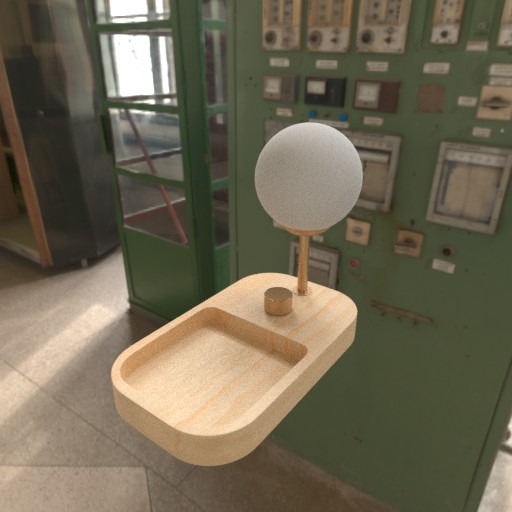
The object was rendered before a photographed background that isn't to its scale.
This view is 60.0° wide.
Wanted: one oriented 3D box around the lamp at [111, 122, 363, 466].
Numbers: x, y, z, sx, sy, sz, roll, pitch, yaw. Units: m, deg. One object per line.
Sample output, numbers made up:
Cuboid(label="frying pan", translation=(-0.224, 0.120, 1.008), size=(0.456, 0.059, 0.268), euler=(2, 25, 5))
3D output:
Cuboid(label="lamp", translation=(0.000, 0.000, 0.477), size=(0.173, 0.253, 0.331), euler=(18, 31, 33))
